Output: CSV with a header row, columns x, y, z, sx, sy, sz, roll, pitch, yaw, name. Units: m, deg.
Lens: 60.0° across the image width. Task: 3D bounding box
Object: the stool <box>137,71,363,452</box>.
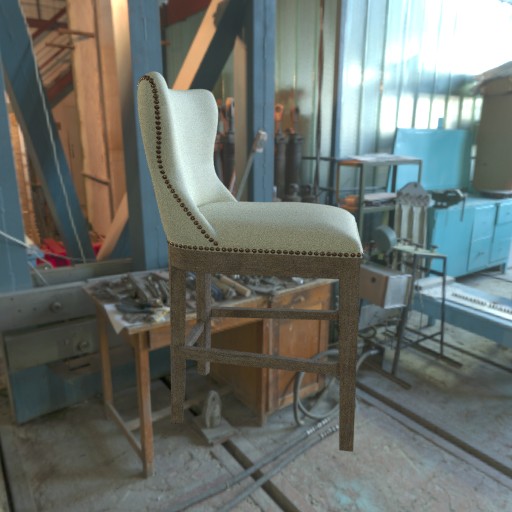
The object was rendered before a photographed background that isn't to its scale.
x,y,z,sx,sy,sz,roll,pitch,yaw,name
0.000,0.000,1.325,0.608,0.981,0.498,3,15,9,stool
